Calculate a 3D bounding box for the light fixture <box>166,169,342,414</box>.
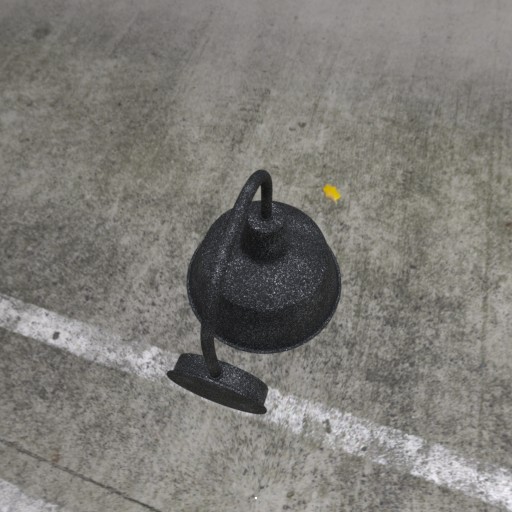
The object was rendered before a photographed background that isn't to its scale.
[{"bbox_3d":[0.000,0.000,0.497,0.216,0.300,0.283,17,63,9],"label":"light fixture"}]
